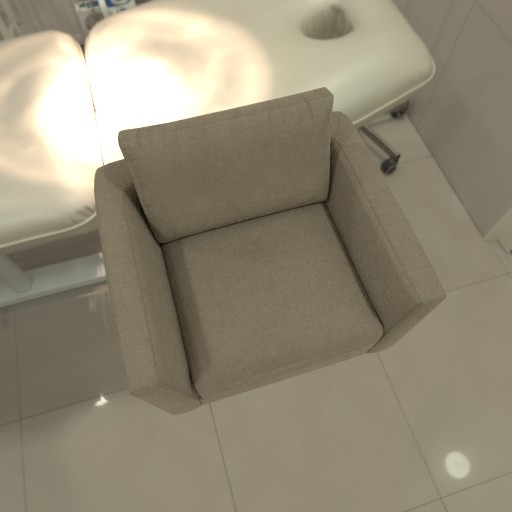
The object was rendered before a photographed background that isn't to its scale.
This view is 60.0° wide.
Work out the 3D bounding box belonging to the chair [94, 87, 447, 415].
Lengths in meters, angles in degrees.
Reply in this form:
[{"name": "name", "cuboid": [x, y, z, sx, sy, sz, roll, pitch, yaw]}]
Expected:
[{"name": "chair", "cuboid": [0.000, 0.000, 1.694, 1.041, 0.864, 0.889, -15, 64, -8]}]
